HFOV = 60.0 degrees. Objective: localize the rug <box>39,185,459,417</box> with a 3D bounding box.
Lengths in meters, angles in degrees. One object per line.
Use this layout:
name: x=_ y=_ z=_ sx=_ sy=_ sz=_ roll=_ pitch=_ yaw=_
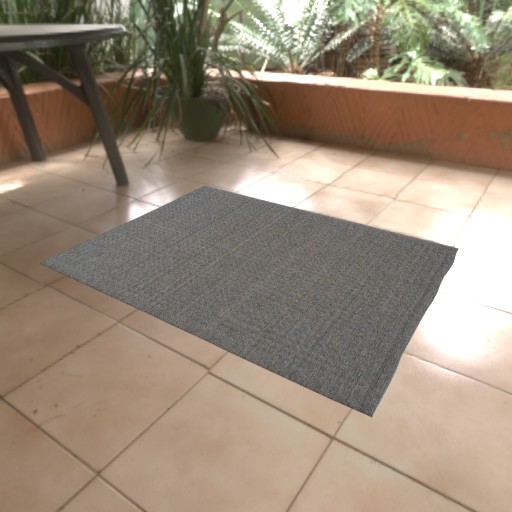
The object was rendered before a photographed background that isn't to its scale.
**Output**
rug: x=0.000 y=0.000 z=4.207 sx=3.200 sy=0.007 sz=2.443 roll=18 pitch=34 yaw=29
